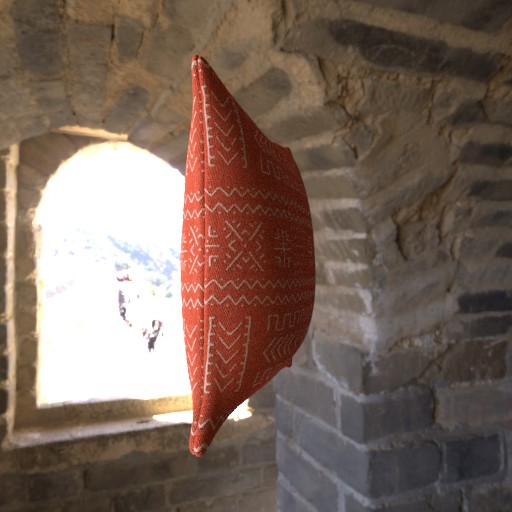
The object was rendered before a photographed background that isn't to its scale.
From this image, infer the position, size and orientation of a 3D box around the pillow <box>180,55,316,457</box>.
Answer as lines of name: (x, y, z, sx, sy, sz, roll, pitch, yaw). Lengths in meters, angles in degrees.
pillow: (0.000, 0.000, 0.663, 0.164, 0.429, 0.438, 0, -1, 17)
